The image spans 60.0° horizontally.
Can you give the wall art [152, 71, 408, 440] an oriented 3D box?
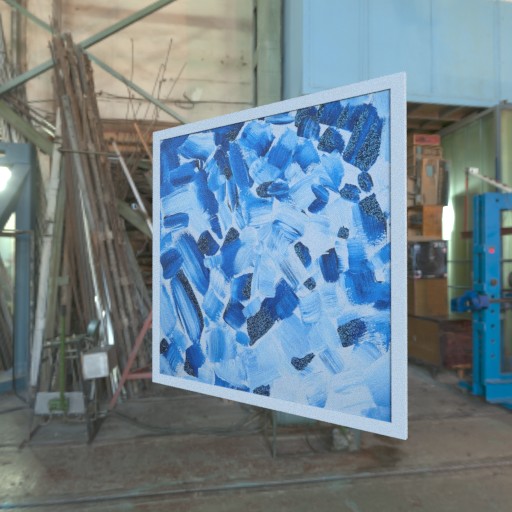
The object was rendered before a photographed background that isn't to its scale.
[{"bbox_3d":[0.000,0.000,1.216,0.812,0.812,0.015,0,-1,35],"label":"wall art"}]
